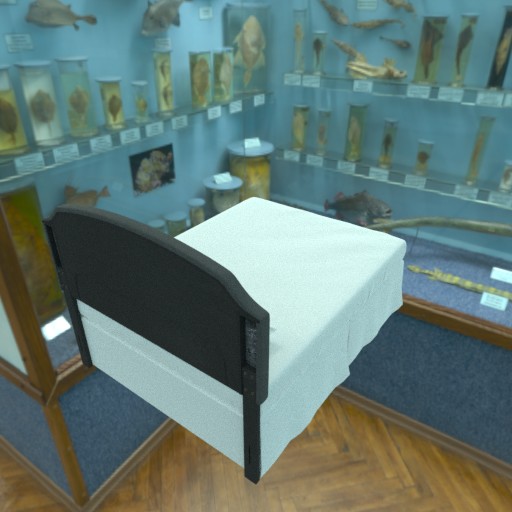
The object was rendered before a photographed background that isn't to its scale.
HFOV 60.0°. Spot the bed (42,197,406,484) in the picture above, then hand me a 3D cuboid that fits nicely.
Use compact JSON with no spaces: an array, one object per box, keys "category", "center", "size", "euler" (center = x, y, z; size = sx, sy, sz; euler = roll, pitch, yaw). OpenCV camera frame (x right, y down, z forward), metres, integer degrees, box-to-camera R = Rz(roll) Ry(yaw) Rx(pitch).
[{"category":"bed","center":[0.000,0.000,3.006],"size":[1.558,1.270,1.999],"euler":[20,36,31]}]
